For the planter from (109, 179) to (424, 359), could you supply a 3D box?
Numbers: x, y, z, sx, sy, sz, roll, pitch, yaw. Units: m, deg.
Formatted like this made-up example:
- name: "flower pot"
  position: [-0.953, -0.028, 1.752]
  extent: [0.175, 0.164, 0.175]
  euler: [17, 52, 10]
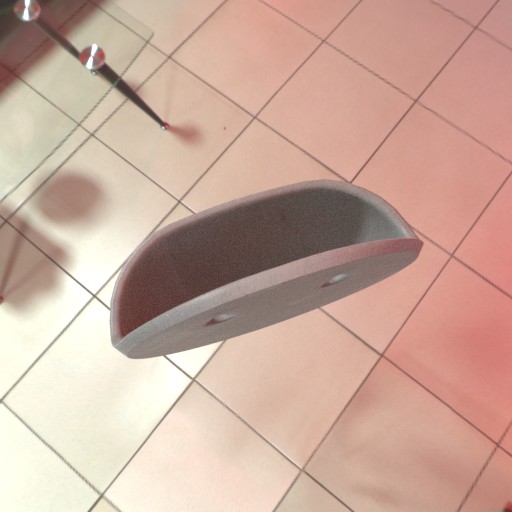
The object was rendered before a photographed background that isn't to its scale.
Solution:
- name: "planter"
  position: [0.000, 0.000, 0.275]
  extent: [0.190, 0.164, 0.073]
  euler: [-18, 76, -5]
